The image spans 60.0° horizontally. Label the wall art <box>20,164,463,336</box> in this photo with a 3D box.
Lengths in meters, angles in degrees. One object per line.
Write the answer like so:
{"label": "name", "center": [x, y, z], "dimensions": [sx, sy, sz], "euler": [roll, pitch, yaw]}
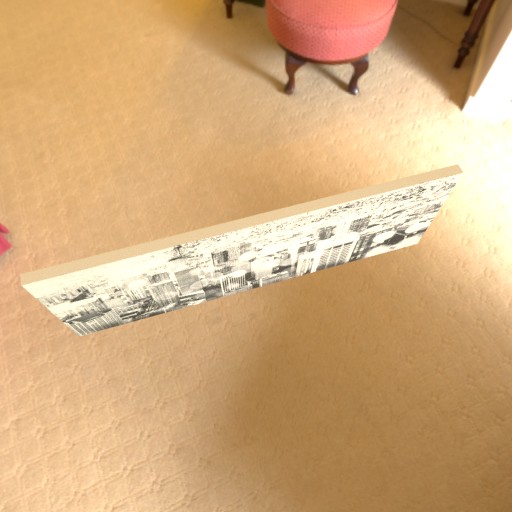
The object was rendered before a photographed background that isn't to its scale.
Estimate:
{"label": "wall art", "center": [0.000, 0.000, 1.697], "dimensions": [1.520, 0.507, 0.044], "euler": [-15, 63, -8]}
